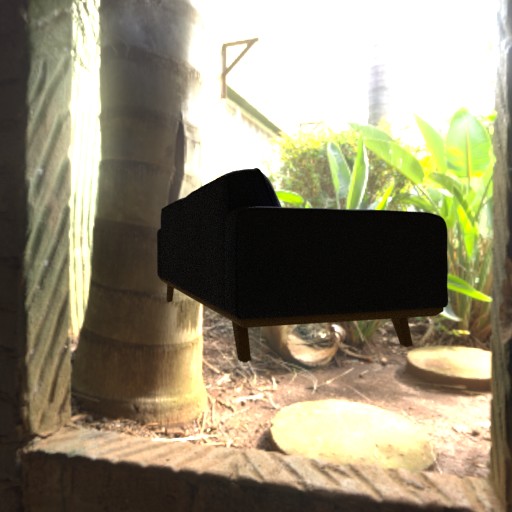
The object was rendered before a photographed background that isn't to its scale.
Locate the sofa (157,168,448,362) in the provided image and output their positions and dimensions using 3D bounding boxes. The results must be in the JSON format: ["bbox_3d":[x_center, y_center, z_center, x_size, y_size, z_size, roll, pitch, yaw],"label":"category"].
[{"bbox_3d":[0.000,0.000,2.775,0.953,0.782,2.270,-1,2,-20],"label":"sofa"}]
